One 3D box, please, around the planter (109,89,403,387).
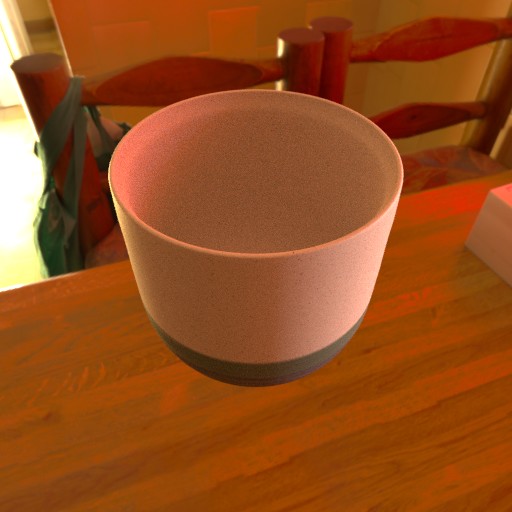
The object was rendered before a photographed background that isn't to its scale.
[{"bbox_3d":[0.000,0.000,0.505,0.268,0.270,0.268,0,46,0],"label":"planter"}]
